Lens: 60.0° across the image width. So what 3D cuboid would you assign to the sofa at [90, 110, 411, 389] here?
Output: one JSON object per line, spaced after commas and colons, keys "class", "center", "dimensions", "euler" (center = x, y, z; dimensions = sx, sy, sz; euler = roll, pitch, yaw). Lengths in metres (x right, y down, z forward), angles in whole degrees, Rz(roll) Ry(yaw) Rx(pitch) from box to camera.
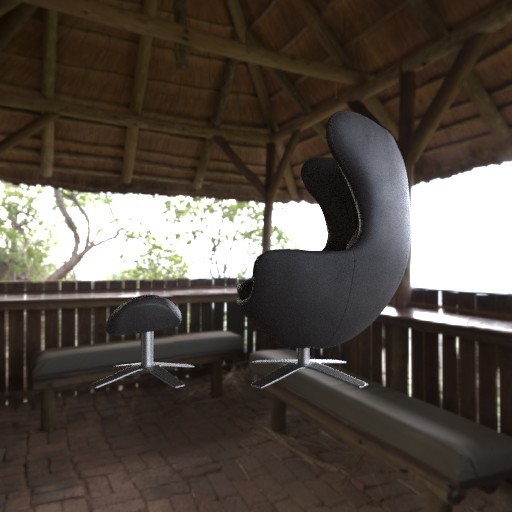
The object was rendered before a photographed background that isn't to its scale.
{"class": "sofa", "center": [0.000, 0.000, 2.135], "dimensions": [1.444, 1.135, 0.894], "euler": [0, -1, -1]}
